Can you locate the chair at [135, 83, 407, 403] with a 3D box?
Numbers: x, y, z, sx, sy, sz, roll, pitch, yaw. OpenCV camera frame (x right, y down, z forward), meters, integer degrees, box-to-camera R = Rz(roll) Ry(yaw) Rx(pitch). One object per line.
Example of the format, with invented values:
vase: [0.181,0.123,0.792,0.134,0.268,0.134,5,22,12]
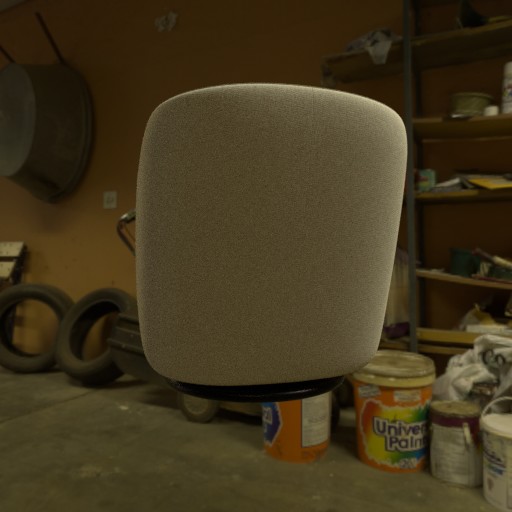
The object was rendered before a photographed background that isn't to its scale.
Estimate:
chair: [0.000,0.000,1.580,0.822,0.861,0.986,0,-1,-17]
